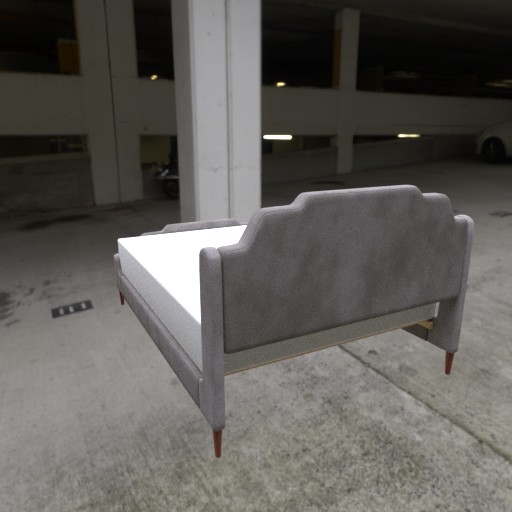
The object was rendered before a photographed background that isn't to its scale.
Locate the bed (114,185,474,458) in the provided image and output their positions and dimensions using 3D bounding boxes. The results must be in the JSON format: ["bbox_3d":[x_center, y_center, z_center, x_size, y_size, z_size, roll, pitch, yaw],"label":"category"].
[{"bbox_3d":[0.000,0.000,3.310,1.676,1.245,2.340,-8,18,-27],"label":"bed"}]
